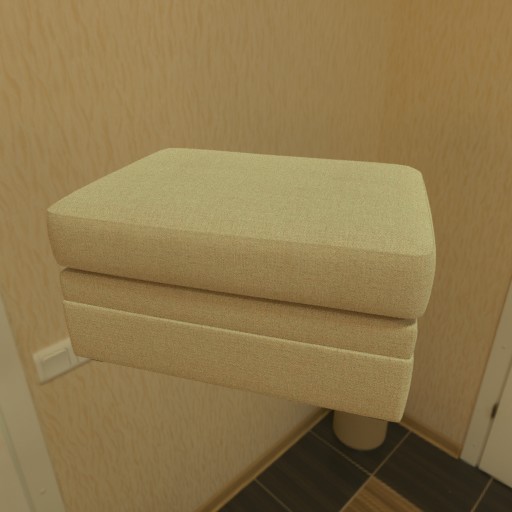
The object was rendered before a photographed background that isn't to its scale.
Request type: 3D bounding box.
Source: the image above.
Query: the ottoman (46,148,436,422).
[{"bbox_3d":[0.000,0.000,1.249,0.885,0.478,0.637,7,27,14],"label":"ottoman"}]
